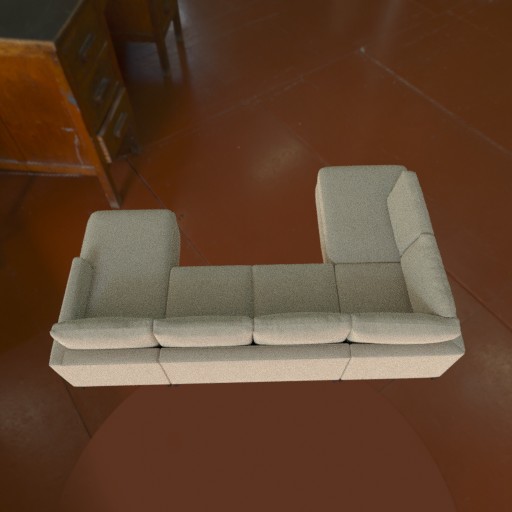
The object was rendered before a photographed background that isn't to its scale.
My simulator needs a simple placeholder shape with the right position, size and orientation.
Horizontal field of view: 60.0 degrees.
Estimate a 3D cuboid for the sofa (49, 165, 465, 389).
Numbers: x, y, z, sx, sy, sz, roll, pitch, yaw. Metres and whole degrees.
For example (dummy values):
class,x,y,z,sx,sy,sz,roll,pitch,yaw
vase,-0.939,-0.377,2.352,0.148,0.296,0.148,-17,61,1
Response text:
class,x,y,z,sx,sy,sz,roll,pitch,yaw
sofa,0.000,0.000,3.775,2.984,0.862,1.989,-1,57,-1
